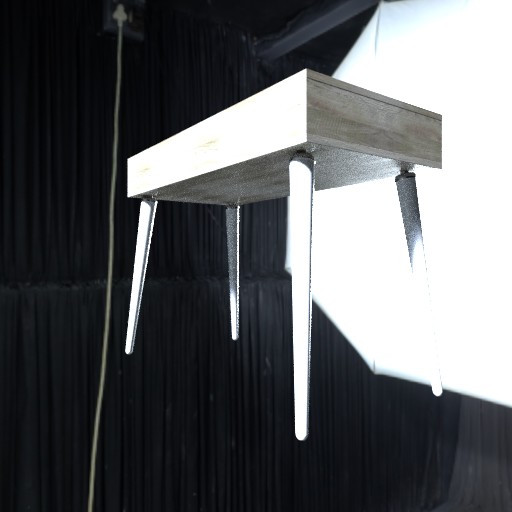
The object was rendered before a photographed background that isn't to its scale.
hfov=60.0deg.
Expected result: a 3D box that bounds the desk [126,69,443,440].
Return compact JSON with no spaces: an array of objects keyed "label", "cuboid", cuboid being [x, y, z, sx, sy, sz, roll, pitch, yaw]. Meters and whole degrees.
[{"label":"desk","cuboid":[0.000,0.000,1.392,0.491,0.723,0.979,0,0,-36]}]
